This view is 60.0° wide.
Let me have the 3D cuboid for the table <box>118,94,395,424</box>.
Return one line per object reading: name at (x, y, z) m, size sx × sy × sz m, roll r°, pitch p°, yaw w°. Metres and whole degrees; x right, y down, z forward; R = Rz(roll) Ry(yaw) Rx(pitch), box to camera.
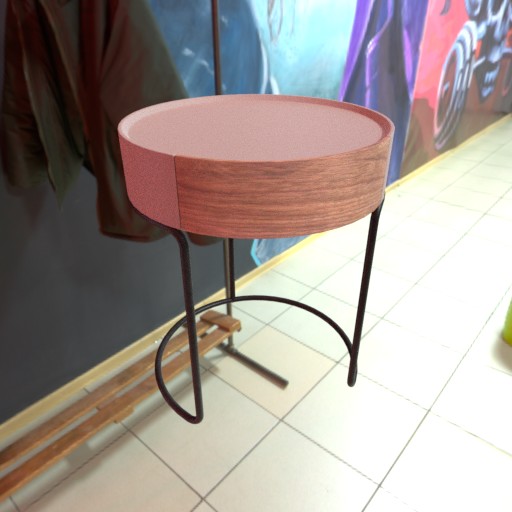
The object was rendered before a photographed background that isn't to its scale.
table at (0.000, 0.000, 0.874) m, size 0.450 × 0.530 × 0.450 m, roll 0°, pitch 30°, yaw 0°
